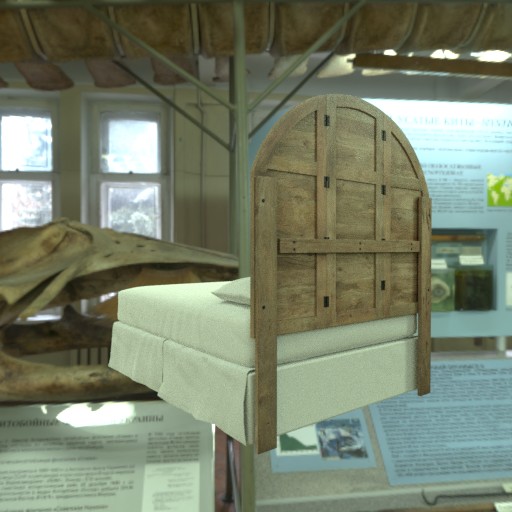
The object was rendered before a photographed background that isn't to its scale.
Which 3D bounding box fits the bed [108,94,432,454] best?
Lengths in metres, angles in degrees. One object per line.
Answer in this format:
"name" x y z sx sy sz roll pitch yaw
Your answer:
"bed" 0.000 0.000 3.585 1.713 2.002 2.112 -1 1 -38
